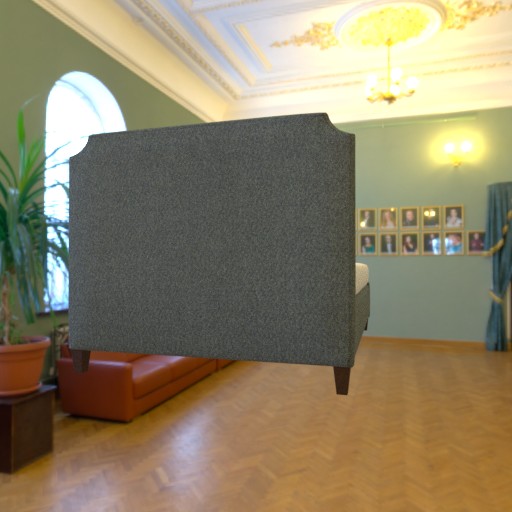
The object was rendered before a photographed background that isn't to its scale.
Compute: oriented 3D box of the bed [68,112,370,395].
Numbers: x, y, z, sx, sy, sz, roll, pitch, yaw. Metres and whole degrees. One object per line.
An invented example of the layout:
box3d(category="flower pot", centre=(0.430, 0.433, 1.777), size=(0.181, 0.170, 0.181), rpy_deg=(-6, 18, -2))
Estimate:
box3d(category="bed", centre=(0.000, 0.000, 3.548), size=(1.712, 1.443, 2.372), rpy_deg=(0, -1, 16))
